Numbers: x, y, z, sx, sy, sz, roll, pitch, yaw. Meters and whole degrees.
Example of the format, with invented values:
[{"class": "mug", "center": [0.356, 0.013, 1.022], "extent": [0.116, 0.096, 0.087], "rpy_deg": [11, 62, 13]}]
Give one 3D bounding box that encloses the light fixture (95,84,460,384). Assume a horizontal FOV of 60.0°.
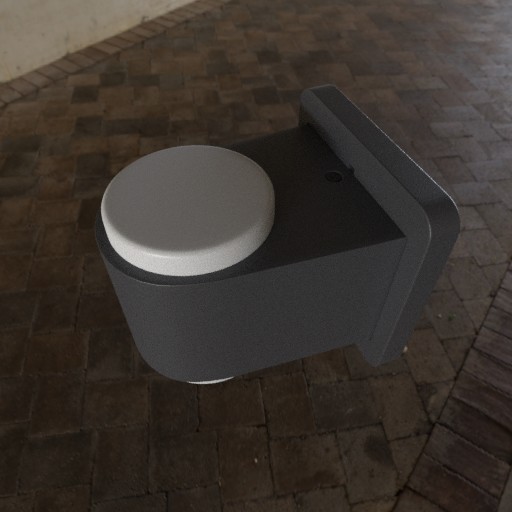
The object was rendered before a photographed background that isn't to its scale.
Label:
[{"class": "light fixture", "center": [0.000, 0.000, 0.213], "extent": [0.132, 0.109, 0.109], "rpy_deg": [-16, 50, -14]}]
